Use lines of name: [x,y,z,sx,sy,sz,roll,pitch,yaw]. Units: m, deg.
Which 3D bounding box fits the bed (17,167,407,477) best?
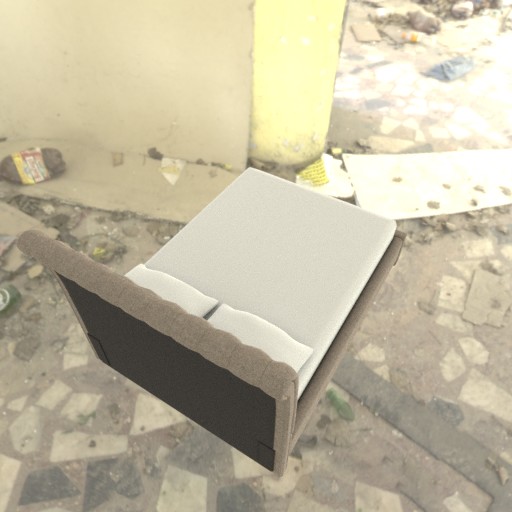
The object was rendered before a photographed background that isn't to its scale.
bed: [0.000,0.000,3.198,1.645,1.371,2.252,24,51,21]
